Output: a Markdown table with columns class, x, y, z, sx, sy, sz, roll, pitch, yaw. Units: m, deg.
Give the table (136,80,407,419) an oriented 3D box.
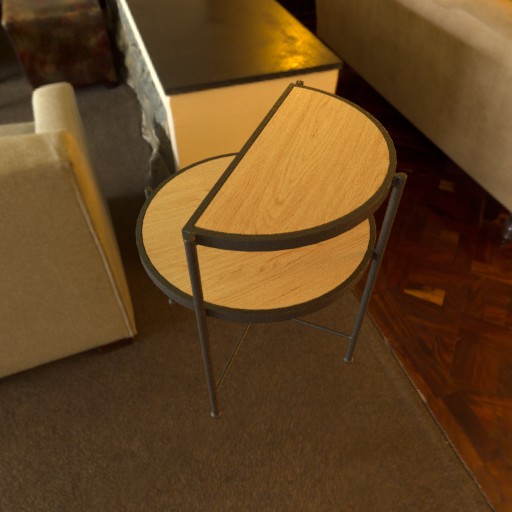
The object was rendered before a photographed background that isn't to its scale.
| class | x | y | z | sx | sy | sz | roll | pitch | yaw |
| --- | --- | --- | --- | --- | --- | --- | --- | --- | --- |
| table | 0.000 | 0.000 | 1.169 | 0.628 | 0.684 | 0.629 | 16 | 49 | 15 |
